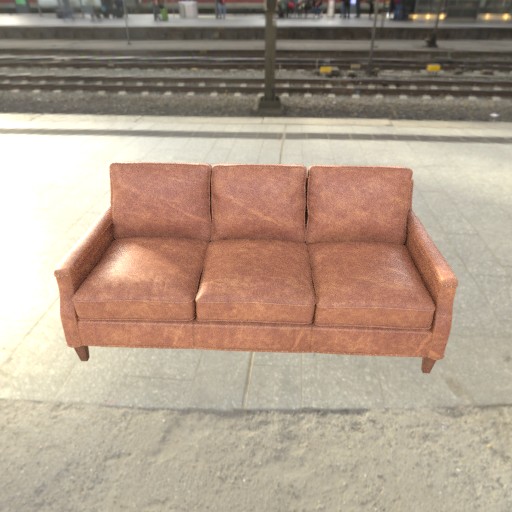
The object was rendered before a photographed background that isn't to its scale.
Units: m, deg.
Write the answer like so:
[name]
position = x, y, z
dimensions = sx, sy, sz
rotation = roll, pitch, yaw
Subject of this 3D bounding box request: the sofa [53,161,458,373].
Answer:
[sofa]
position = 0.000, 0.000, 2.888
dimensions = 2.246, 1.003, 1.084
rotation = 1, 30, 2
